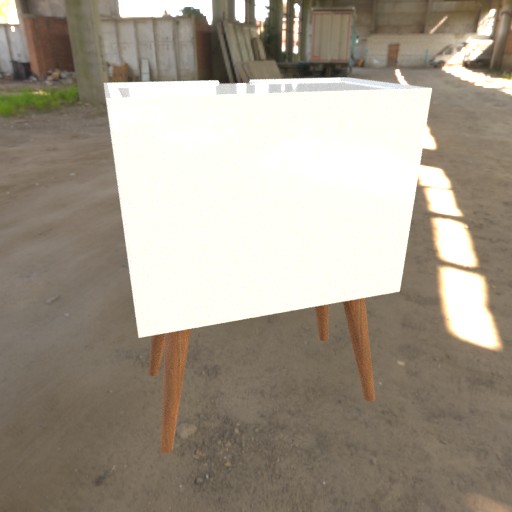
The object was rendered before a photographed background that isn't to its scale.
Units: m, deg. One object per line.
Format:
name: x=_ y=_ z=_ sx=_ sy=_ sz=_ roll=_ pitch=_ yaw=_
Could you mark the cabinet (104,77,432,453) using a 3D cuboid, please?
cabinet: x=0.000 y=0.000 z=1.068 sx=0.591 sy=0.772 sz=0.344 roll=-8 pitch=26 yaw=-16
